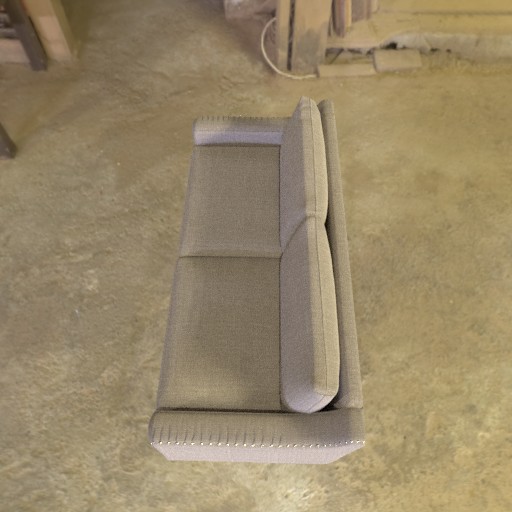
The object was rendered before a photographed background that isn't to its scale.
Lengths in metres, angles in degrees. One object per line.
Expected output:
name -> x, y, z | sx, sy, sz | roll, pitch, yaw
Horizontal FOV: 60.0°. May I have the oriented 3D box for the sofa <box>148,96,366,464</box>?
sofa -> 0.000, 0.000, 2.698 | 1.000, 0.857, 2.208 | 1, 58, 1
